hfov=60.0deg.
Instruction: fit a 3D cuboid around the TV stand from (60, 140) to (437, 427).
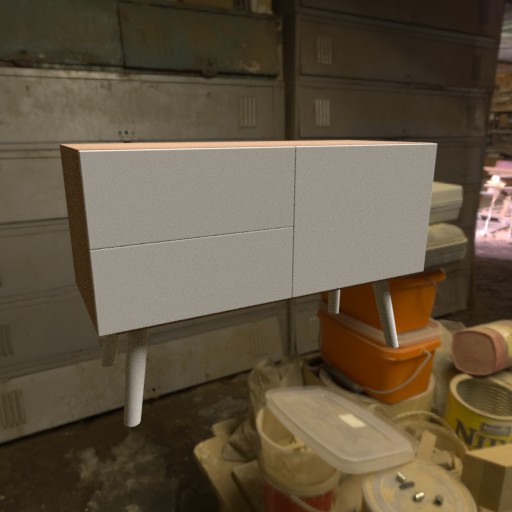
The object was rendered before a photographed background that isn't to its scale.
[{"bbox_3d":[0.000,0.000,1.342,0.991,0.660,0.407,-8,18,-27],"label":"TV stand"}]
